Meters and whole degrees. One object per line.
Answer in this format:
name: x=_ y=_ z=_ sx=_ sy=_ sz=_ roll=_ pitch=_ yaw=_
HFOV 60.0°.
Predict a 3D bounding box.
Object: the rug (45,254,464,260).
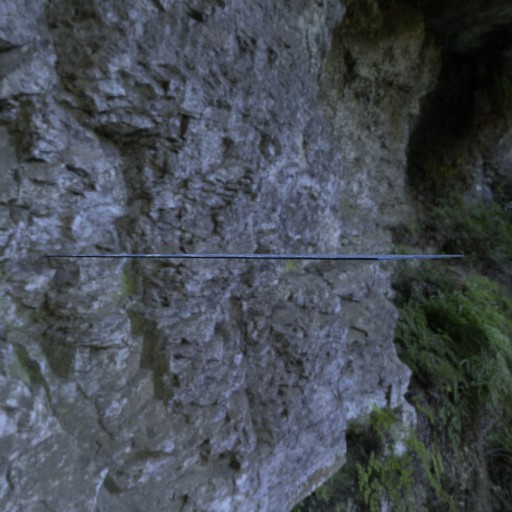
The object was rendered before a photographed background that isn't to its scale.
rug: x=0.000 y=0.000 z=4.362 sx=3.342 sy=0.018 sz=2.432 roll=0 pitch=1 yaw=35
